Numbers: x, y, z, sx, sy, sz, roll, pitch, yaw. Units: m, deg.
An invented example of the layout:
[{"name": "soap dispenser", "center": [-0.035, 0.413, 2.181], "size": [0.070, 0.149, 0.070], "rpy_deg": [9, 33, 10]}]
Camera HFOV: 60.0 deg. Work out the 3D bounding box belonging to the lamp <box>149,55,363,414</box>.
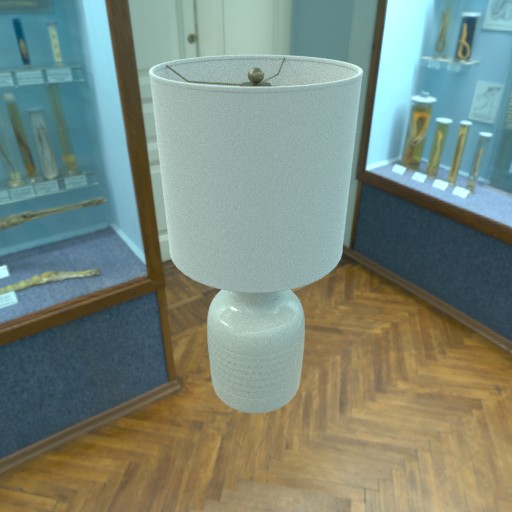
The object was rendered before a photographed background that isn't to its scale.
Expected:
[{"name": "lamp", "center": [0.000, 0.000, 0.497], "size": [0.188, 0.392, 0.188], "rpy_deg": [-18, 35, -27]}]
